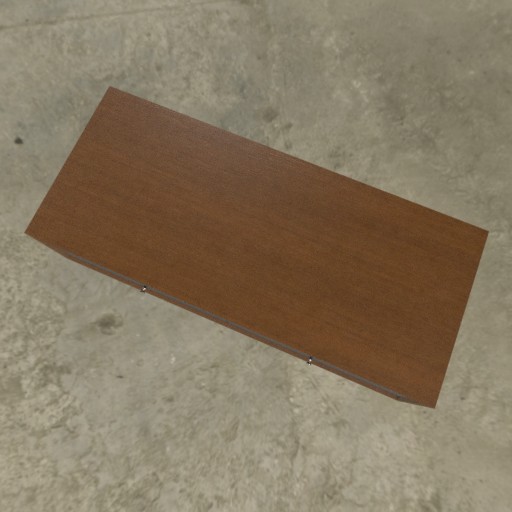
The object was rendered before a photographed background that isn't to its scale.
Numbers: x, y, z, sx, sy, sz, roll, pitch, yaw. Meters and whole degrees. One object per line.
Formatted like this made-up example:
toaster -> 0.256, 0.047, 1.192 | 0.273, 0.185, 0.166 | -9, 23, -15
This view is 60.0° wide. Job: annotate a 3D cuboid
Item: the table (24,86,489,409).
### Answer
table -> 0.000, 0.000, 1.384 | 1.119, 0.464, 0.490 | 22, 77, 6
